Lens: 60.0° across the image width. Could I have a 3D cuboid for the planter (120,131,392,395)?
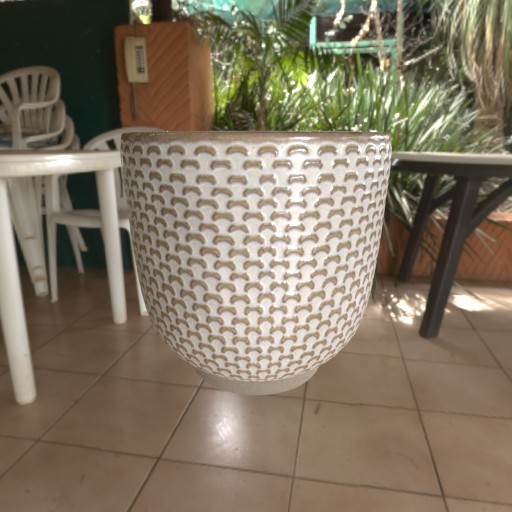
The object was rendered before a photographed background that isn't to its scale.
[{"bbox_3d":[0.000,0.000,0.356,0.197,0.191,0.197,0,15,0],"label":"planter"}]
